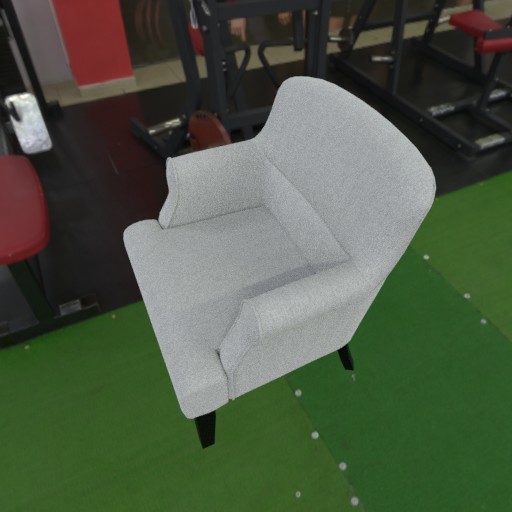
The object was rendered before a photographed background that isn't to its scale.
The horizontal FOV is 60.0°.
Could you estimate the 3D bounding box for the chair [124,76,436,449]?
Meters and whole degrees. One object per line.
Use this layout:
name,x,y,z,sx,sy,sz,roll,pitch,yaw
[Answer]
chair,0.000,0.000,1.440,0.750,0.875,0.781,-18,48,-17
